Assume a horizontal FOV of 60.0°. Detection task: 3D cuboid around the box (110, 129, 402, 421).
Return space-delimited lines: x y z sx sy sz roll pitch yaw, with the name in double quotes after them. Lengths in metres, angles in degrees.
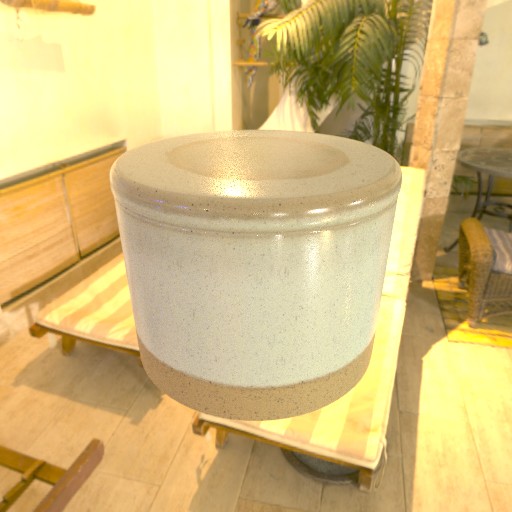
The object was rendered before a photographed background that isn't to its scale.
0.000 0.000 0.267 0.154 0.123 0.154 0 26 0 "box"
